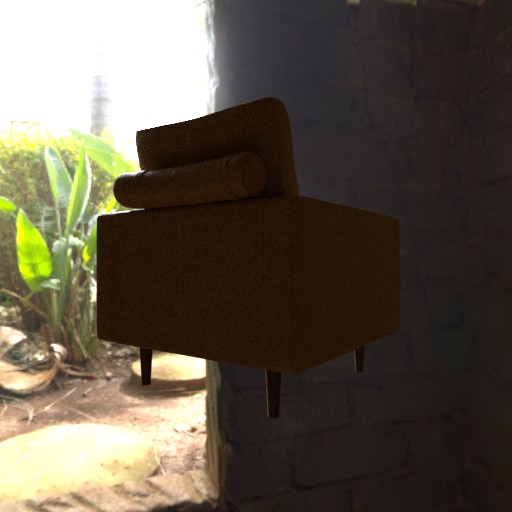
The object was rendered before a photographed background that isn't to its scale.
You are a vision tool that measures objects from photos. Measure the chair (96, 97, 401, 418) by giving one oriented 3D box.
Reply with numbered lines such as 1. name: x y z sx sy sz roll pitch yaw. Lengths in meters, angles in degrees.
1. chair: 0.000 0.000 1.620 0.831 0.896 0.868 0 0 36
